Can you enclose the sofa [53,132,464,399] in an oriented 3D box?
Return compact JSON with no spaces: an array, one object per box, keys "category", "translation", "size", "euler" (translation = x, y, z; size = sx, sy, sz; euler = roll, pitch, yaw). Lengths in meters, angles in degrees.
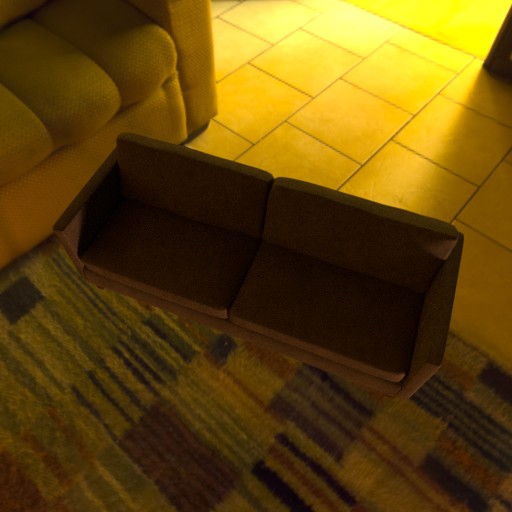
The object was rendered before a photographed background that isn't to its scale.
[{"category":"sofa","translation":[0.000,0.000,2.972],"size":[2.434,0.965,0.951],"euler":[18,59,12]}]
